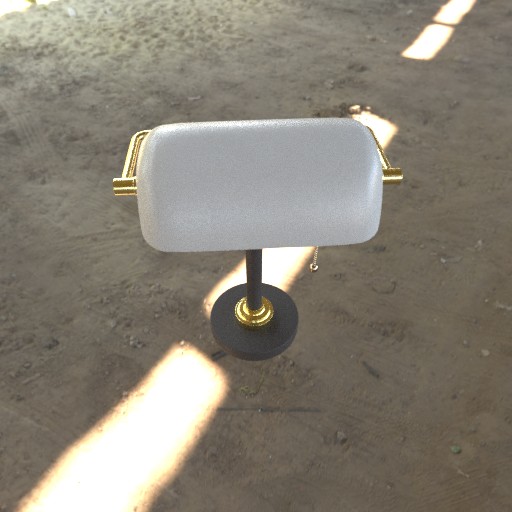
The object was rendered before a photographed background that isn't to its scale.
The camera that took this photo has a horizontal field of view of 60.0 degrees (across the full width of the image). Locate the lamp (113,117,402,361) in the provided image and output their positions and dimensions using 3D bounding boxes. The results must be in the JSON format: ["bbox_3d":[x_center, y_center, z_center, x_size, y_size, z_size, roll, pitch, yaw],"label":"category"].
[{"bbox_3d":[0.000,0.000,0.561,0.269,0.404,0.227,-3,46,-3],"label":"lamp"}]
